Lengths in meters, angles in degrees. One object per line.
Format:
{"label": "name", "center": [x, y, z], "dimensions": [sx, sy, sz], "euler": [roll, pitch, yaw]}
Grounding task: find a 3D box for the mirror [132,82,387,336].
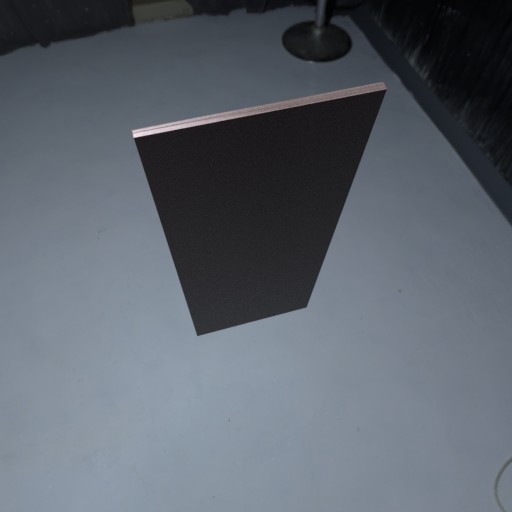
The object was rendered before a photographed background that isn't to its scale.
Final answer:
{"label": "mirror", "center": [0.000, 0.000, 2.276], "dimensions": [0.812, 2.020, 0.221], "euler": [-14, 59, -8]}
